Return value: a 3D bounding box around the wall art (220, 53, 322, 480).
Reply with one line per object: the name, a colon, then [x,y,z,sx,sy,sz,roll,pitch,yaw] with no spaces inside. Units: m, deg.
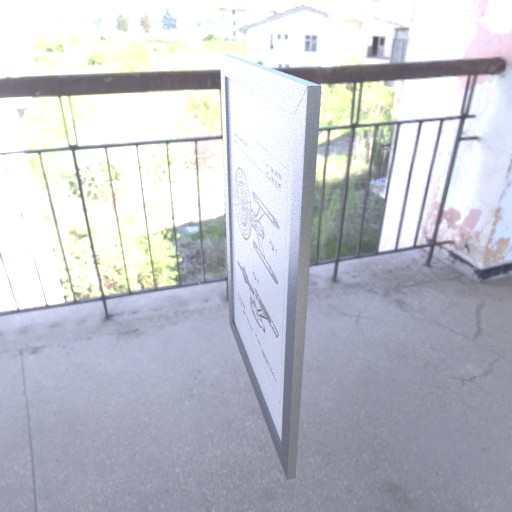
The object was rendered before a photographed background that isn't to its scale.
wall art: [0.000,0.000,0.665,0.013,0.529,0.376,-8,29,-14]
